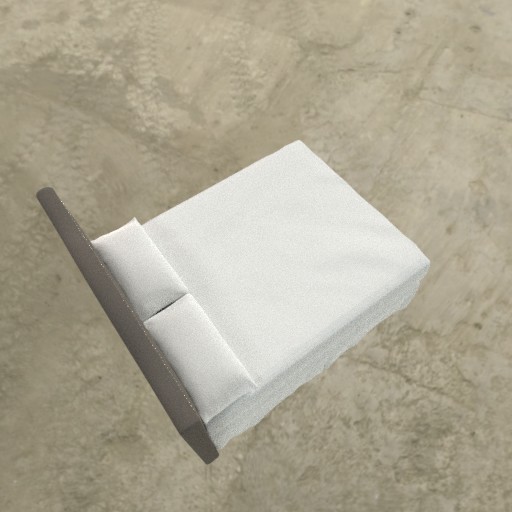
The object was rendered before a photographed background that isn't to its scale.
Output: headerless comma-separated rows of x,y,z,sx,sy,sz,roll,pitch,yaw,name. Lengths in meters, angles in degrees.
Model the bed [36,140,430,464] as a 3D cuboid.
0.000,0.000,3.075,2.036,1.387,1.666,-32,64,-18,bed
